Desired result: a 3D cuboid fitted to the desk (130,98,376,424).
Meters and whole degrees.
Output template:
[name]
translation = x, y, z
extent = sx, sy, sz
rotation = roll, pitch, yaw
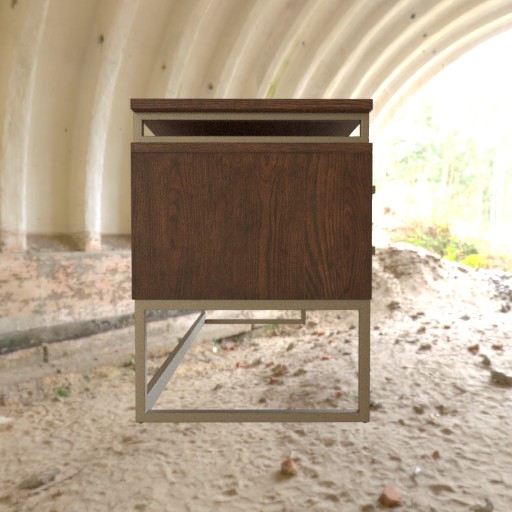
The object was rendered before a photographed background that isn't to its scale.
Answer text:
[desk]
translation = 0.000, 0.000, 1.765
extent = 0.610, 0.792, 1.384
rotation = 0, 2, 0
